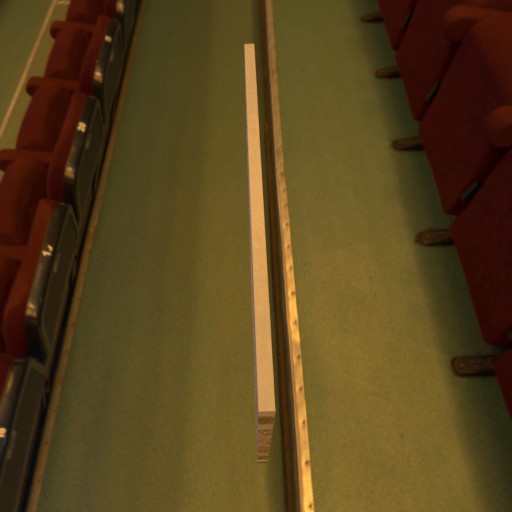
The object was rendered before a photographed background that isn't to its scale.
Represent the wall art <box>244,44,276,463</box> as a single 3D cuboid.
[{"bbox_3d":[0.000,0.000,1.177,0.027,0.610,0.932,-2,58,-1],"label":"wall art"}]
